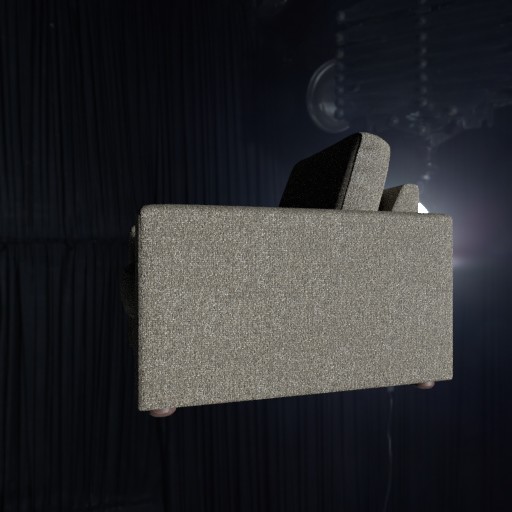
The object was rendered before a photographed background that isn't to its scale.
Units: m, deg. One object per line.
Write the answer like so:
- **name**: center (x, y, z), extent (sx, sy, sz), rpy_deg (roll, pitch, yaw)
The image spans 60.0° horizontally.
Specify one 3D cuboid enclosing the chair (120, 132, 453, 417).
- **chair**: center (0.000, 0.000, 1.737), extent (1.016, 0.873, 1.005), rpy_deg (0, 0, -17)
